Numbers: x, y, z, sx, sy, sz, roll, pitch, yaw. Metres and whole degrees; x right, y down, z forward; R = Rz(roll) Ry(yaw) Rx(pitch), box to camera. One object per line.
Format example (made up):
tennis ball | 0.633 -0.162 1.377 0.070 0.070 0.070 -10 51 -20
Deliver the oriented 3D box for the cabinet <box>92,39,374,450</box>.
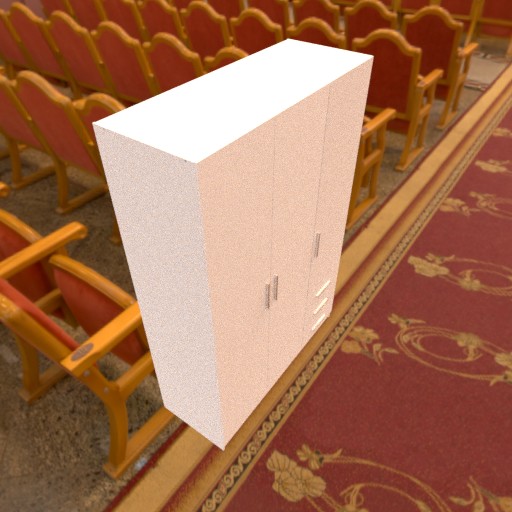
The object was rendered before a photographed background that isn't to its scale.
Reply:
cabinet | 0.000 0.000 2.491 0.510 1.910 1.290 25 47 26
